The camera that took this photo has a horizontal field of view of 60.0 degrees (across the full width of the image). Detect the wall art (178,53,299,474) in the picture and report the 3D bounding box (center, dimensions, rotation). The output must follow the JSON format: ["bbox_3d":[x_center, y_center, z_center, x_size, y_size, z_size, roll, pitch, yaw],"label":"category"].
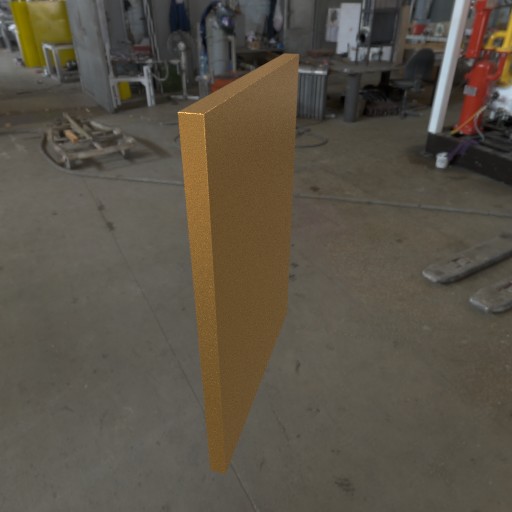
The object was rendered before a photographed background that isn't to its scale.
[{"bbox_3d":[0.000,0.000,1.057,0.038,0.812,0.610,9,33,14],"label":"wall art"}]
